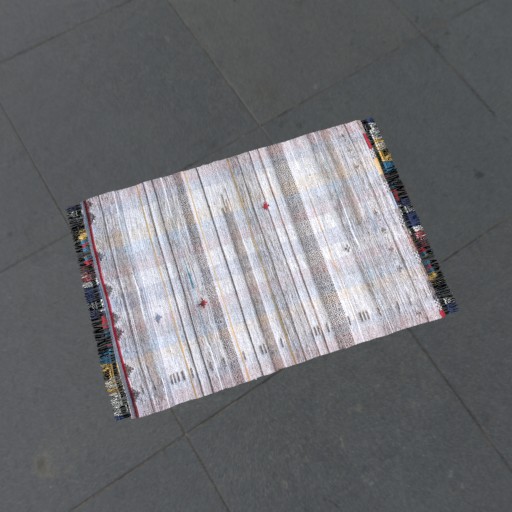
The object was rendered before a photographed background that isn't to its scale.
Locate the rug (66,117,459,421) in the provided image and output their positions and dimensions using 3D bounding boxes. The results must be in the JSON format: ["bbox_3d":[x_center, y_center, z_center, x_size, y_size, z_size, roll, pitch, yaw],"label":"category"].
[{"bbox_3d":[0.000,0.000,2.373,1.848,0.012,1.217,-17,75,-5],"label":"rug"}]
